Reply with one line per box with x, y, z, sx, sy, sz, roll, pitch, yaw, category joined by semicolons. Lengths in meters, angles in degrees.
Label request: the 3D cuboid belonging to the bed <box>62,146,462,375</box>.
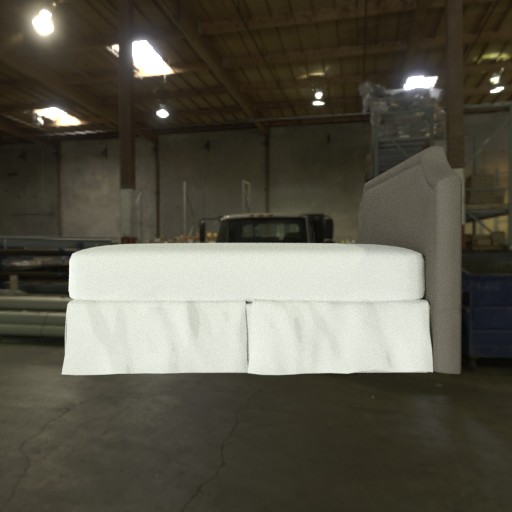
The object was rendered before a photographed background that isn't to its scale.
0.000;0.000;3.229;2.181;1.297;1.831;0;1;0;bed
